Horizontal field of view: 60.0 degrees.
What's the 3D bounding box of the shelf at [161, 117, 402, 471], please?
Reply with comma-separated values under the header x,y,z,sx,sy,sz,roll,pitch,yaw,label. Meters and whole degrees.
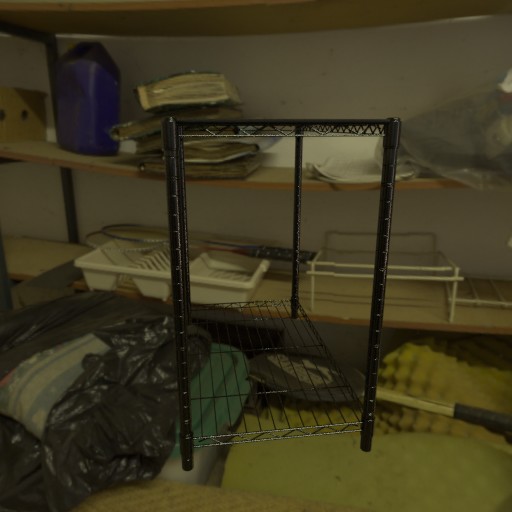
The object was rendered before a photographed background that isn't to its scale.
x,y,z,sx,sy,sz,roll,pitch,yaw,label
0.000,0.000,0.958,0.338,0.564,0.589,-2,17,-8,shelf
